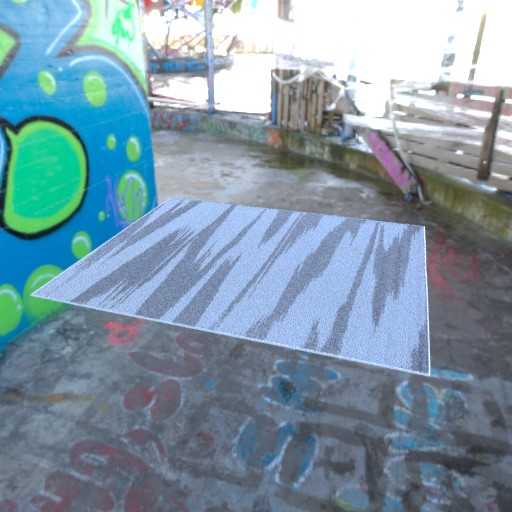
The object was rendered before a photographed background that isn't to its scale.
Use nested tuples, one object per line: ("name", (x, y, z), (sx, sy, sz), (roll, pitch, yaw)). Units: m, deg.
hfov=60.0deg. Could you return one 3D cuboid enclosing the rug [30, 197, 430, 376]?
("rug", (0.000, 0.000, 4.033), (2.945, 0.014, 2.353), (8, 28, 16))
